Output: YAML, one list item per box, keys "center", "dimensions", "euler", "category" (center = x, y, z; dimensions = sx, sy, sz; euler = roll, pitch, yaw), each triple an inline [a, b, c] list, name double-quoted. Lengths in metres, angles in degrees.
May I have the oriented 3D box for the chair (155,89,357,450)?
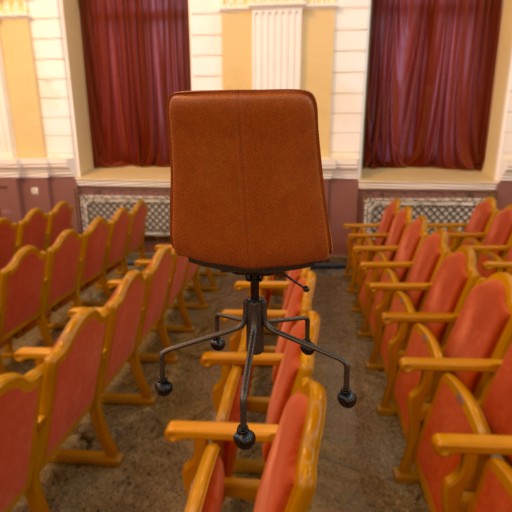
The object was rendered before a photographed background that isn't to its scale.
- center: [0.000, 0.000, 1.379]
  dimensions: [0.651, 0.920, 0.660]
  euler: [2, 15, 6]
  category: "chair"
